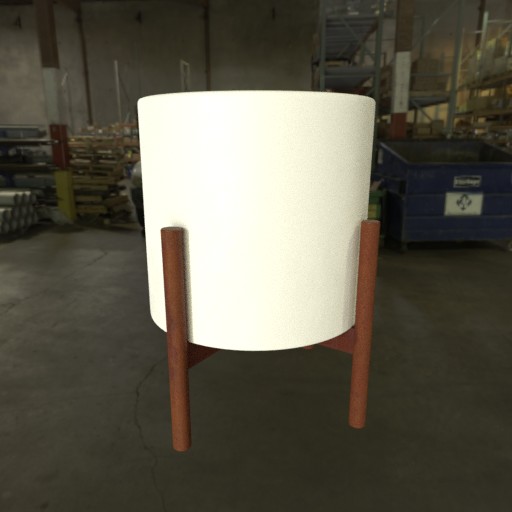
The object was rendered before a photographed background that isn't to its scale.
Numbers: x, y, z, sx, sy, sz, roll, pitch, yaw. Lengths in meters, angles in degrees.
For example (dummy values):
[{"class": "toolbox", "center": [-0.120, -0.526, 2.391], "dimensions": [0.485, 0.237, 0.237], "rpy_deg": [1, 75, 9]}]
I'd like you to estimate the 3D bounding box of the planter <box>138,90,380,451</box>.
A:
[{"class": "planter", "center": [0.000, 0.000, 0.881], "dimensions": [0.421, 0.581, 0.420], "rpy_deg": [-2, 15, -7]}]
